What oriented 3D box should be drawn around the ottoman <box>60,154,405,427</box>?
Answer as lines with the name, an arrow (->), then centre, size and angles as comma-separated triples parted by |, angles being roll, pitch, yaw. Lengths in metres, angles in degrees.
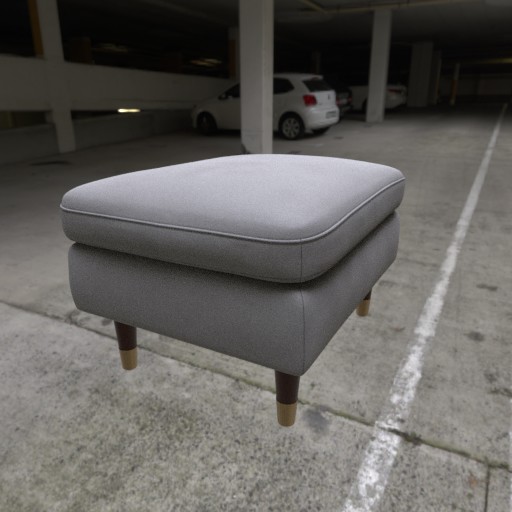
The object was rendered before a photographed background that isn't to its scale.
ottoman -> 0.000, 0.000, 1.126 | 0.593, 0.478, 0.747 | 10, 21, 27
